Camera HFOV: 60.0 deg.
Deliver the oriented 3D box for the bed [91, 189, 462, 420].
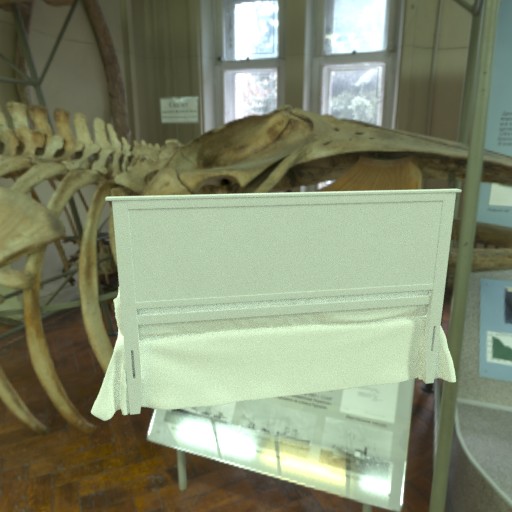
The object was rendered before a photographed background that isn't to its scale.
[{"bbox_3d":[0.000,0.000,3.596,2.317,1.273,2.215,-3,15,-10],"label":"bed"}]
